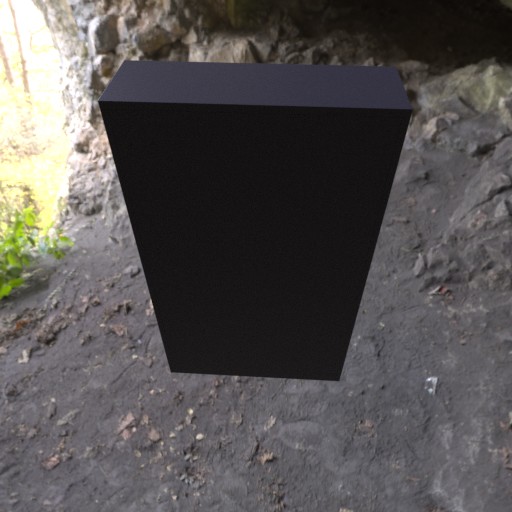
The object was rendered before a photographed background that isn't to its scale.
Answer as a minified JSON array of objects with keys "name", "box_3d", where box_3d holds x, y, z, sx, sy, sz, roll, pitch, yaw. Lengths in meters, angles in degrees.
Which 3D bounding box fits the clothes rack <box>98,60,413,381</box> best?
[{"name":"clothes rack","box_3d":[0.000,0.000,1.597,0.750,1.280,0.250,2,46,2]}]
